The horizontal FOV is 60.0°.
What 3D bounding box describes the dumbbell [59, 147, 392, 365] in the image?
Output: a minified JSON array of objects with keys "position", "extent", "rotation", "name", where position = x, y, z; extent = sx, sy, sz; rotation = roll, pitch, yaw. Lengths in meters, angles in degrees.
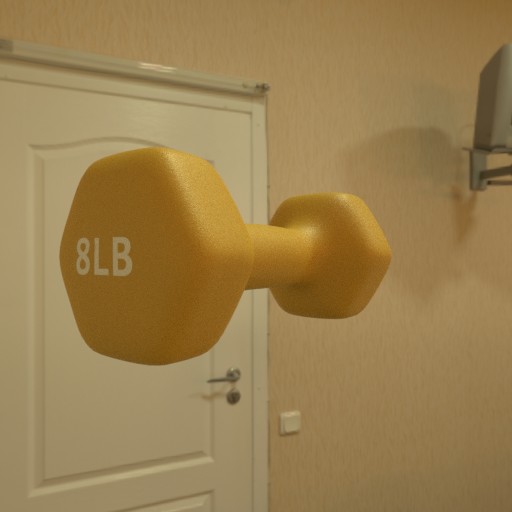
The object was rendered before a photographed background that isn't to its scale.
[{"position":[0.000,0.000,0.237],"extent":[0.090,0.082,0.190],"rotation":[0,0,37],"name":"dumbbell"}]
